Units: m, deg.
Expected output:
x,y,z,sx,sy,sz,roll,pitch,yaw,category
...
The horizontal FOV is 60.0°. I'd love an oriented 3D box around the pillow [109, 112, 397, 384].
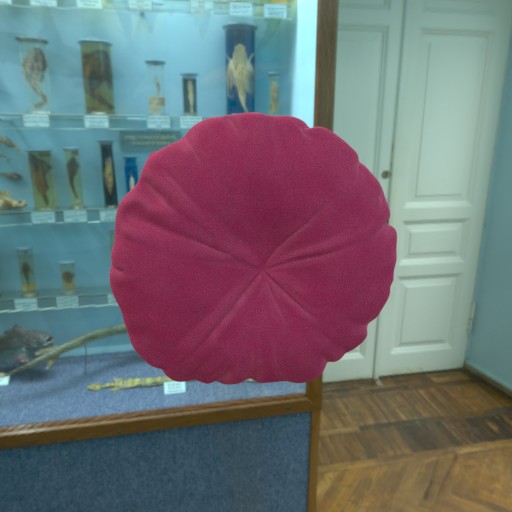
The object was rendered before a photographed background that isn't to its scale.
x,y,z,sx,sy,sz,roll,pitch,yaw,category
0.000,0.000,0.660,0.428,0.407,0.148,-2,16,-8,pillow
